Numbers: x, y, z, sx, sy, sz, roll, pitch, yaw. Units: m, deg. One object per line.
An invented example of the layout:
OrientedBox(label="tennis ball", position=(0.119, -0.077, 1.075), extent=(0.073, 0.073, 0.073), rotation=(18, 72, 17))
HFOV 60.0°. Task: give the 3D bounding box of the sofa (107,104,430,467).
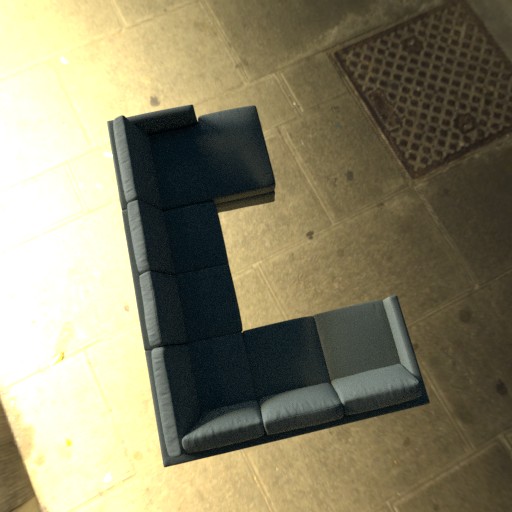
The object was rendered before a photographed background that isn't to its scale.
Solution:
OrientedBox(label="sofa", position=(0.000, 0.000, 4.531), extent=(2.427, 0.882, 3.460), rotation=(-12, 76, -3))
